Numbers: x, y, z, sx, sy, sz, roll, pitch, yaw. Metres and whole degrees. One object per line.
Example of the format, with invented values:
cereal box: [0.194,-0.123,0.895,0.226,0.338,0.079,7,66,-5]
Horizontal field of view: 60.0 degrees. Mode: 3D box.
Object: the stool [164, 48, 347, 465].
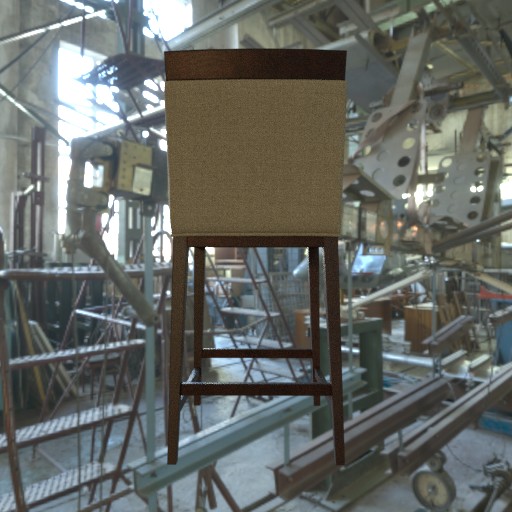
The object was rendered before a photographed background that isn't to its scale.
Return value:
stool: [0.000,0.000,1.294,0.463,1.011,0.480,0,0,0]
